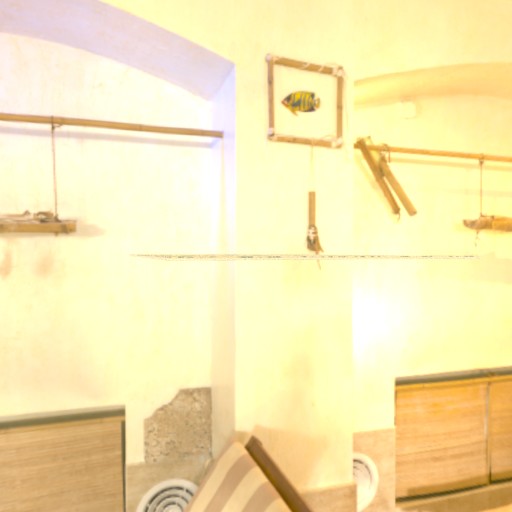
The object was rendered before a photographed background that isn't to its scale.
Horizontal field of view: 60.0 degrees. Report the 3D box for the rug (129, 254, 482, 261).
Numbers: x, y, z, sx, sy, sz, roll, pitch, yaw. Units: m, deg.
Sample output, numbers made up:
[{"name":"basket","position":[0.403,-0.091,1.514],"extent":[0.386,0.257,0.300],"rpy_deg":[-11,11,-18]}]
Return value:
[{"name":"rug","position":[0.000,0.000,3.569],"extent":[1.819,0.018,2.746],"rpy_deg":[0,0,-19]}]
